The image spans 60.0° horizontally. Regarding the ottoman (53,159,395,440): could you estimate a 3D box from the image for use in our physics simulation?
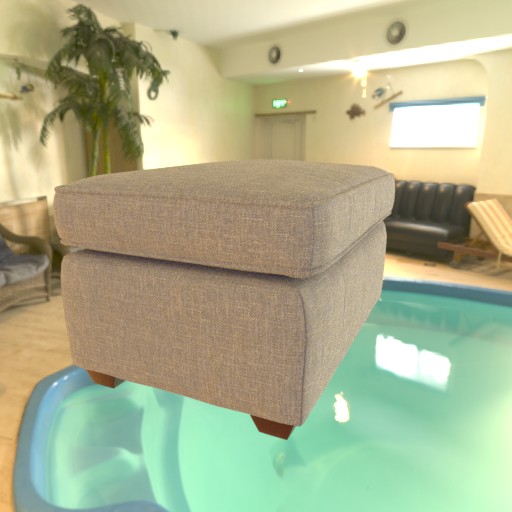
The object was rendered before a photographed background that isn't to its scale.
[{"bbox_3d":[0.000,0.000,1.098,0.559,0.457,0.762,7,16,24],"label":"ottoman"}]
